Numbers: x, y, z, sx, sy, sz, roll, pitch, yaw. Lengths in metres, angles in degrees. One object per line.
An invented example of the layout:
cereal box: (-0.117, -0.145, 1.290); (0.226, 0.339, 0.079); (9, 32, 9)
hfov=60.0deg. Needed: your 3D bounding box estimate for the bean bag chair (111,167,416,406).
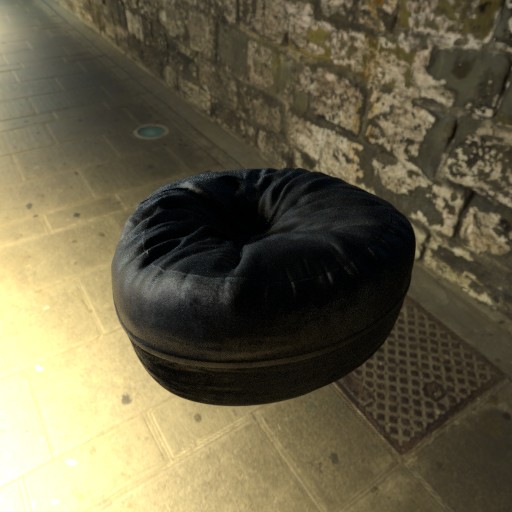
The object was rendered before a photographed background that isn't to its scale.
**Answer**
bean bag chair: (0.000, 0.000, 2.426); (1.524, 0.878, 1.524); (-13, 42, -14)
